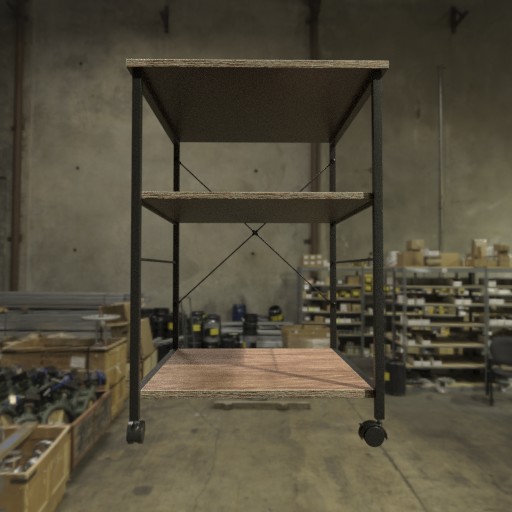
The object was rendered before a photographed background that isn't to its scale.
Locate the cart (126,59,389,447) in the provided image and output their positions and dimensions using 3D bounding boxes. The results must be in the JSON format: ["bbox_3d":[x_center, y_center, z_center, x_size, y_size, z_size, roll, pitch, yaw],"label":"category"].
[{"bbox_3d":[0.000,0.000,1.126,0.521,0.762,0.520,0,-2,-1],"label":"cart"}]
